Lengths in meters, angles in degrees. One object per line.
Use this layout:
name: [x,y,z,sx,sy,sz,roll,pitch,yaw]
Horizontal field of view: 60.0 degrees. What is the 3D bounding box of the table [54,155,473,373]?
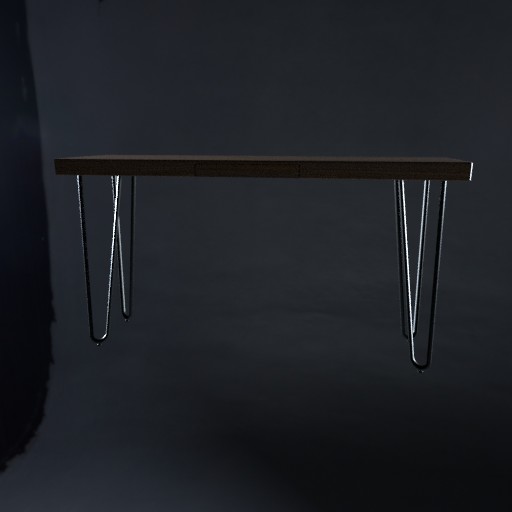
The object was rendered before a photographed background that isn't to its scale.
table: [0.000,0.000,1.930,1.570,0.834,0.425,3,15,10]
